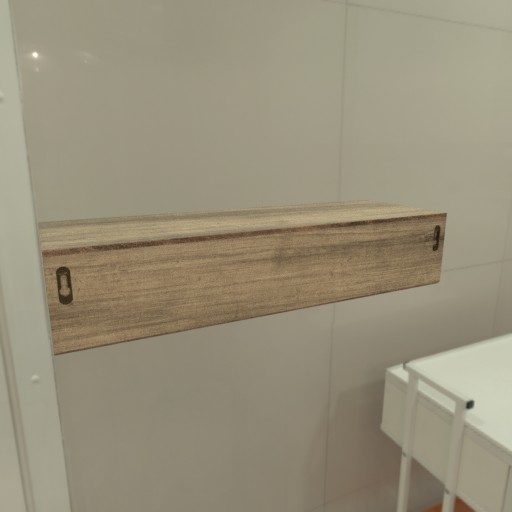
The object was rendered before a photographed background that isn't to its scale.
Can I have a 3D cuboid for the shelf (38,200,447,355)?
[{"bbox_3d":[0.000,0.000,0.705,0.610,0.125,0.200,-7,16,-26],"label":"shelf"}]
